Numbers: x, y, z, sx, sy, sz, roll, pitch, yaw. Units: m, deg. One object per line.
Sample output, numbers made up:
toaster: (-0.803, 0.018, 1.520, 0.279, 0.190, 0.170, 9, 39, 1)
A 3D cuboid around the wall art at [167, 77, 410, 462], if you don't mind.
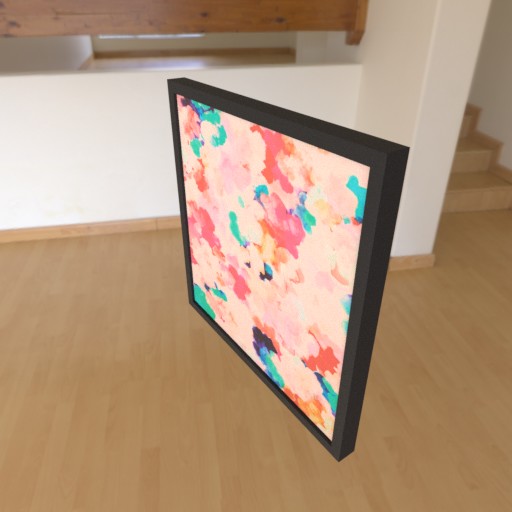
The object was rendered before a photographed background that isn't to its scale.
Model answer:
wall art: (0.000, 0.000, 0.758, 0.036, 0.503, 0.506, -20, 37, -29)
